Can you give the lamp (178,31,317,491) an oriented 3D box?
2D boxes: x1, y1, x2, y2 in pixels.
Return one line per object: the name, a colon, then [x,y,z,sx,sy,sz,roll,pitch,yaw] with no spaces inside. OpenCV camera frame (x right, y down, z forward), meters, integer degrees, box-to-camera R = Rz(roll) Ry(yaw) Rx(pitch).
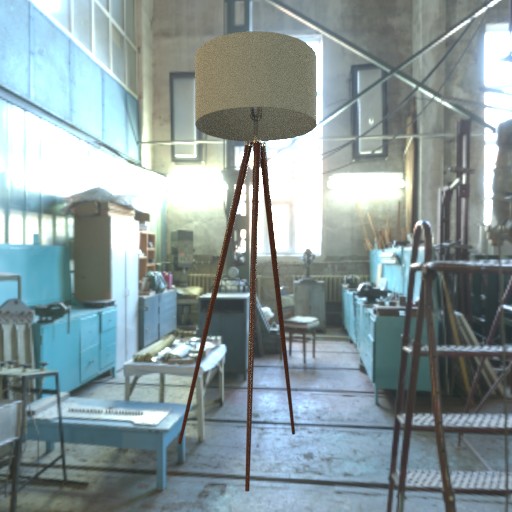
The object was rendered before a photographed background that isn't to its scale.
lamp: [0.000,0.000,1.775,0.483,1.553,0.483,0,1,-38]
